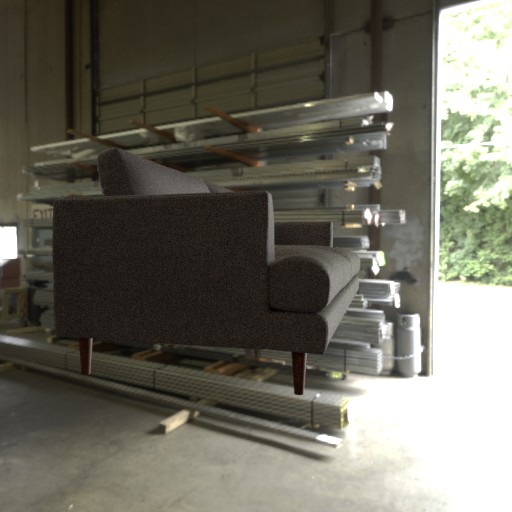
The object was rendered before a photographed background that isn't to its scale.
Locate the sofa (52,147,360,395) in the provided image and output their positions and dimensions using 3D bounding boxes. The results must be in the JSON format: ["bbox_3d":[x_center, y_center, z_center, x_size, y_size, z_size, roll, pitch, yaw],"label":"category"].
[{"bbox_3d":[0.000,0.000,2.413,1.020,0.868,1.948,0,1,16],"label":"sofa"}]
